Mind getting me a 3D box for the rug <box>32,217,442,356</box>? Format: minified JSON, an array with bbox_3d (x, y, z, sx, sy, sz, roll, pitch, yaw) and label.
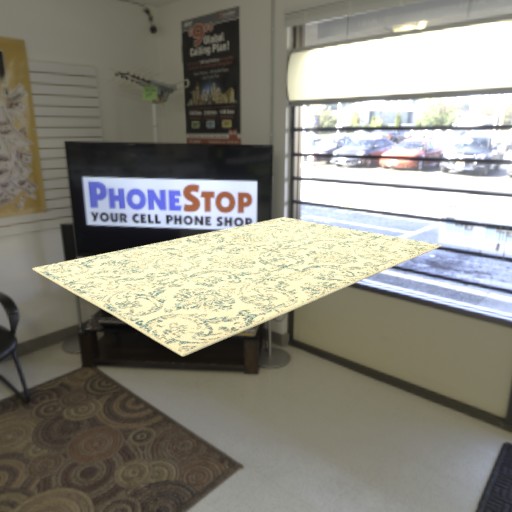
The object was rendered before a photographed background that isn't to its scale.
[{"bbox_3d":[0.000,0.000,3.511,1.819,0.018,2.746,15,22,43],"label":"rug"}]
